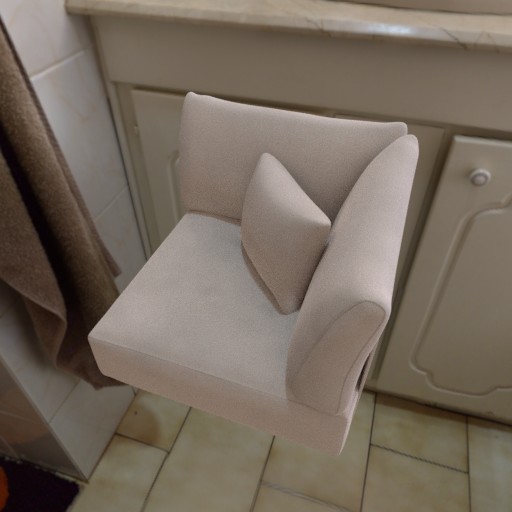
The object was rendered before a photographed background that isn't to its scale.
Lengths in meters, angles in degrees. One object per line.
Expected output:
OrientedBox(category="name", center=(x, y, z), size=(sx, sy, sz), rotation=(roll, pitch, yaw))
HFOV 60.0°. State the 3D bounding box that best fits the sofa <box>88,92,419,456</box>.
OrientedBox(category="sofa", center=(0.000, 0.000, 1.719), size=(1.000, 0.820, 1.000), rotation=(14, 44, 15))
